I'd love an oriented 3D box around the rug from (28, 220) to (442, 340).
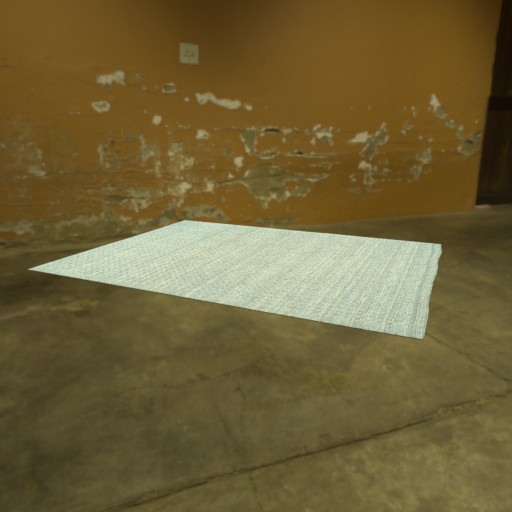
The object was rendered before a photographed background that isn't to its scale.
[{"bbox_3d":[0.000,0.000,4.216,3.200,0.007,2.443,7,17,24],"label":"rug"}]
